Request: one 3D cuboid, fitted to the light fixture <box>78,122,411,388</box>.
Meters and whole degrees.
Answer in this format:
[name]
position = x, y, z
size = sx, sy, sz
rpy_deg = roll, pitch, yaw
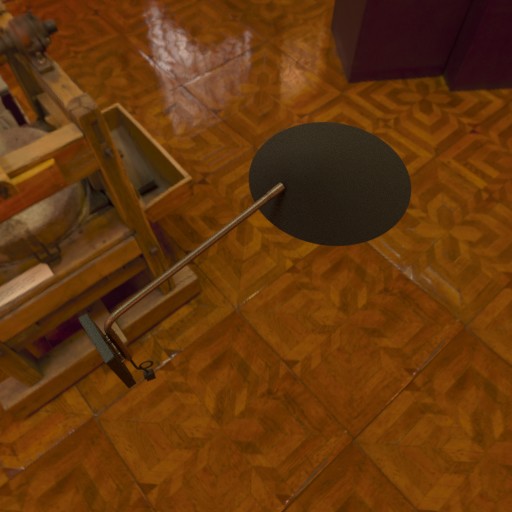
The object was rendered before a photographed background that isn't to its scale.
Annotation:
[light fixture]
position = 0.000, 0.000, 0.682
size = 0.516, 0.312, 0.240
rpy_deg = -34, 64, -19
